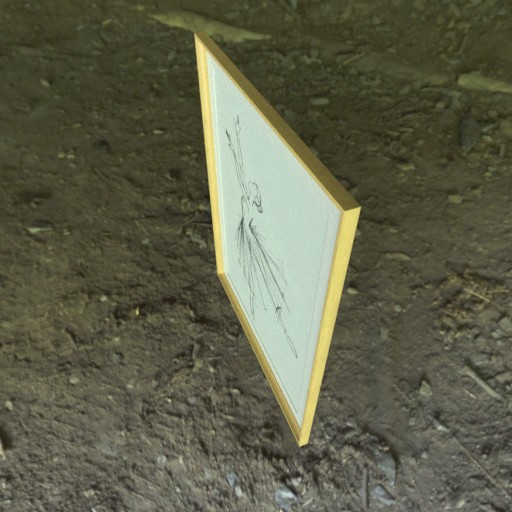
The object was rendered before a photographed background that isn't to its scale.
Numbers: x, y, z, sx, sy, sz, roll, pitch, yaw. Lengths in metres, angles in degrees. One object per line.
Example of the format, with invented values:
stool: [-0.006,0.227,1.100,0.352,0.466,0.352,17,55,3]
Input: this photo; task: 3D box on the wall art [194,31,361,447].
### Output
wall art: [0.000,0.000,1.321,0.030,1.002,0.798,-17,49,-15]
